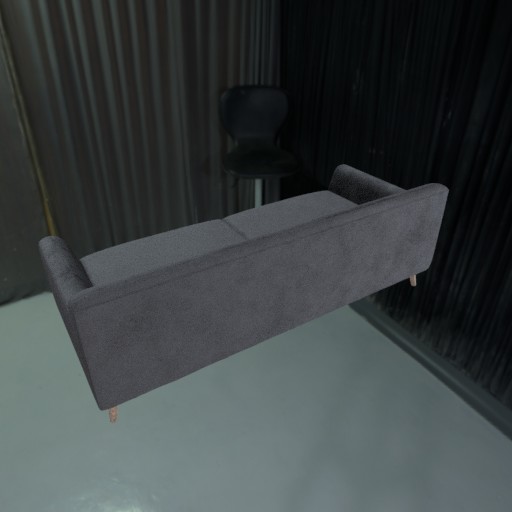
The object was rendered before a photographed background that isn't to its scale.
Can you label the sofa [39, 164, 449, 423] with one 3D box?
[{"bbox_3d":[0.000,0.000,2.640,2.190,0.740,0.900,-18,36,-27],"label":"sofa"}]
